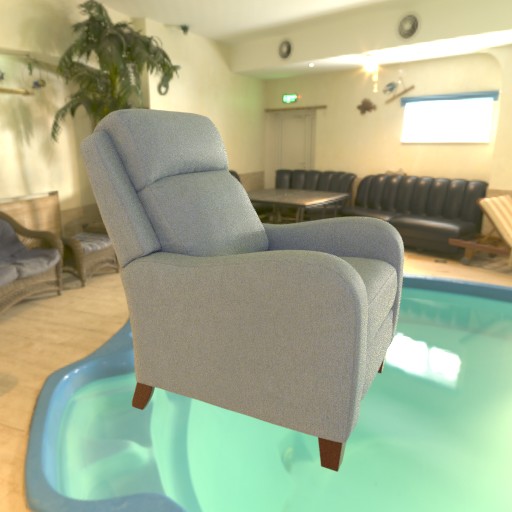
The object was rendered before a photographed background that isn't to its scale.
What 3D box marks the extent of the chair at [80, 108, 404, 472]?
[{"bbox_3d":[0.000,0.000,1.681,0.988,1.067,0.785,7,16,26],"label":"chair"}]
